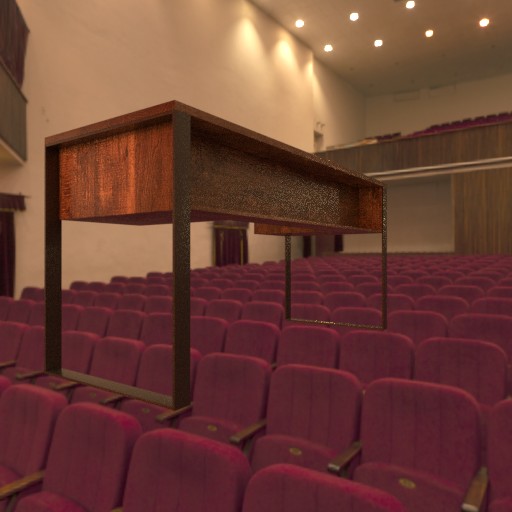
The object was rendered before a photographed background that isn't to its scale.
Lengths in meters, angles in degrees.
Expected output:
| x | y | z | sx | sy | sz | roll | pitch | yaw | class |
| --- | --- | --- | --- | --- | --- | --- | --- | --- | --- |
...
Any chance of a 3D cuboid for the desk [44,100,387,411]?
| x | y | z | sx | sy | sz | roll | pitch | yaw | class |
| --- | --- | --- | --- | --- | --- | --- | --- | --- | --- |
| 0.000 | 0.000 | 1.879 | 0.599 | 0.762 | 1.524 | 0 | 0 | 36 | desk |
